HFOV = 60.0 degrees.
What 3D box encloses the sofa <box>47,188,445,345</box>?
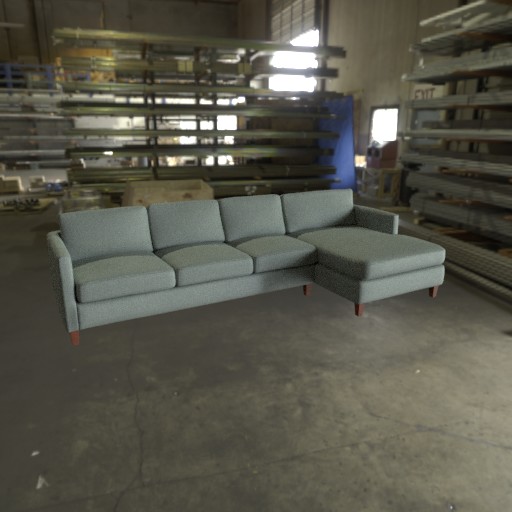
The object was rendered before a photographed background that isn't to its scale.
[{"bbox_3d":[0.000,0.000,4.197,3.471,0.950,1.604,-9,18,-28],"label":"sofa"}]
